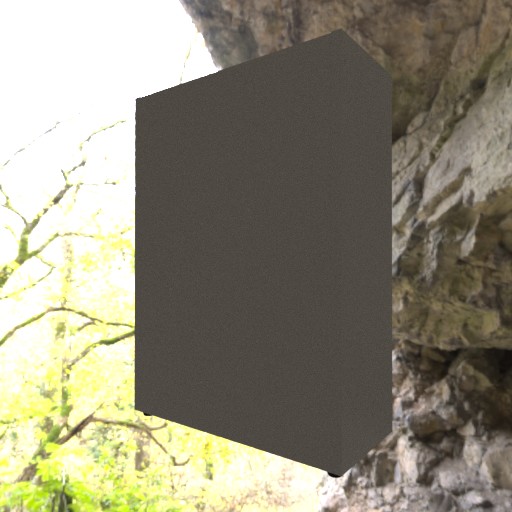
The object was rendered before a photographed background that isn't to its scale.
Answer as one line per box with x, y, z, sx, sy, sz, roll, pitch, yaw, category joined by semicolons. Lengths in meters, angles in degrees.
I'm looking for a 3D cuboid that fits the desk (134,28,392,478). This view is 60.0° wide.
0.000;0.000;1.569;0.850;1.190;0.390;0;0;37;desk
